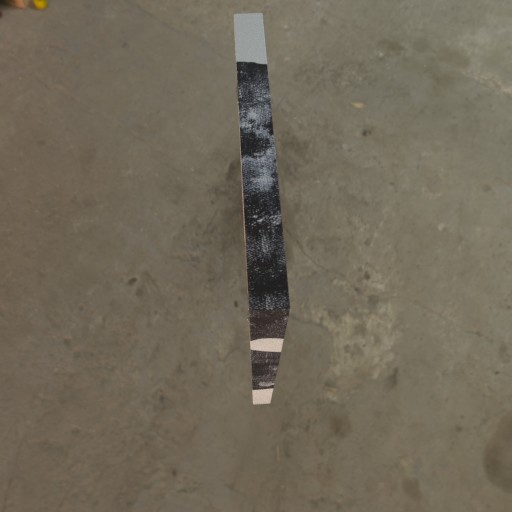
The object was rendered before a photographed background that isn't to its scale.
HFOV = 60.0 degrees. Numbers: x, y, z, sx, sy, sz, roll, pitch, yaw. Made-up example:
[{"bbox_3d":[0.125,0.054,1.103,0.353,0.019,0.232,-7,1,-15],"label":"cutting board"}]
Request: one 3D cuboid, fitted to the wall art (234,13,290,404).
[{"bbox_3d":[0.000,0.000,0.762,0.039,0.610,0.407,-3,64,-1],"label":"wall art"}]
